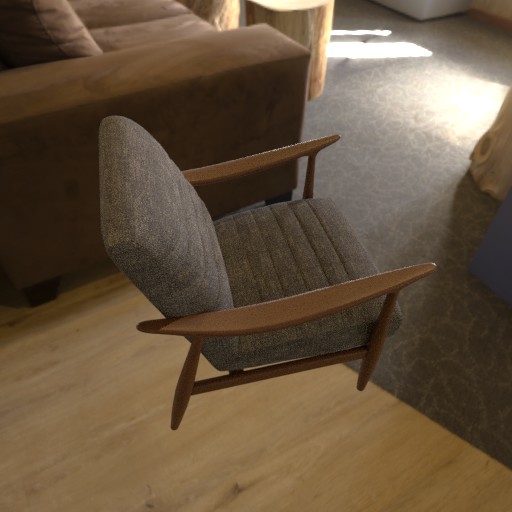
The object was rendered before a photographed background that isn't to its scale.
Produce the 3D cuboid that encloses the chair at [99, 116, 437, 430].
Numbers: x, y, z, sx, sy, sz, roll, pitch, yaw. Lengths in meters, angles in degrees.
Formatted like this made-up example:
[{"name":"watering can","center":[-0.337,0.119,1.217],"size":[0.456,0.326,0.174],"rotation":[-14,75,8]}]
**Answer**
[{"name":"chair","center":[0.000,0.000,1.437],"size":[0.798,0.832,0.741],"rotation":[-10,47,-10]}]
